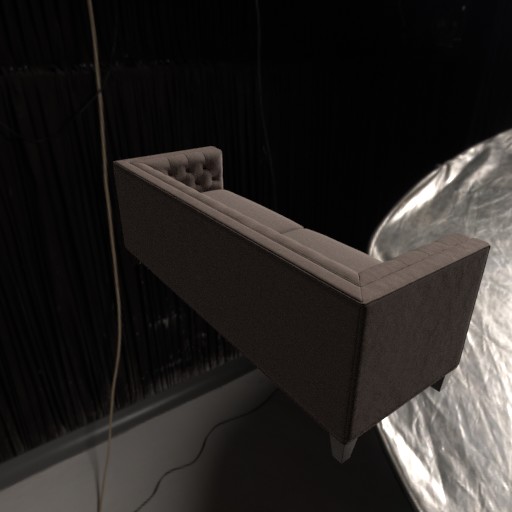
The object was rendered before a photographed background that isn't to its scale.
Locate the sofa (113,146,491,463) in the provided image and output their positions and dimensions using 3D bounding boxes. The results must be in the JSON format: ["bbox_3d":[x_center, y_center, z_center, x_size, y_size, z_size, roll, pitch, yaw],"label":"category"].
[{"bbox_3d":[0.000,0.000,2.517,0.775,0.762,2.159,-18,32,-32],"label":"sofa"}]
